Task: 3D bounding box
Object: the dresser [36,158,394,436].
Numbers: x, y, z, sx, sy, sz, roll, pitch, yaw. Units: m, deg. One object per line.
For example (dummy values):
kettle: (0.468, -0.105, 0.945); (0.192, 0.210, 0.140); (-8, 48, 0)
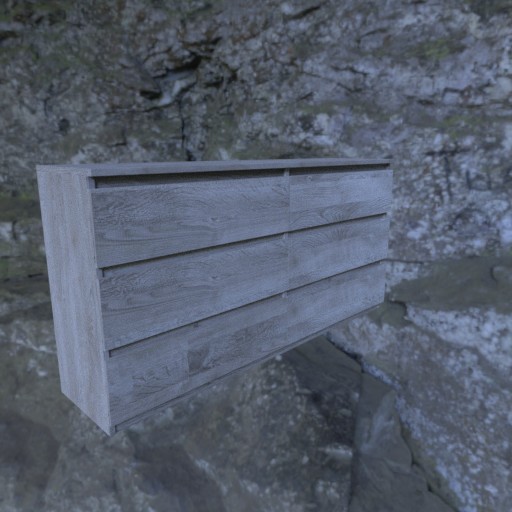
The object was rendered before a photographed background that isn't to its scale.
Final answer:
dresser: (0.000, 0.000, 1.906); (0.390, 0.795, 1.590); (13, 19, 43)
